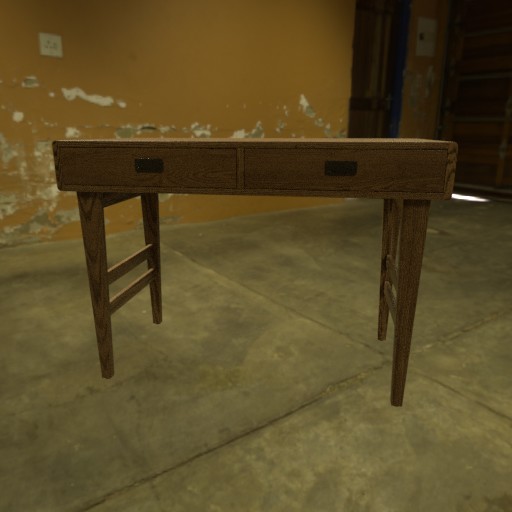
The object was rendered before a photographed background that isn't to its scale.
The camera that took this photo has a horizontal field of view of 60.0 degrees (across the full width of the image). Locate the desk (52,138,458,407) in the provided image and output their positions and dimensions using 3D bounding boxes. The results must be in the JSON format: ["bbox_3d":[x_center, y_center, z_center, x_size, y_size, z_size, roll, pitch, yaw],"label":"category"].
[{"bbox_3d":[0.000,0.000,1.484,1.067,0.755,0.508,3,16,9],"label":"desk"}]
